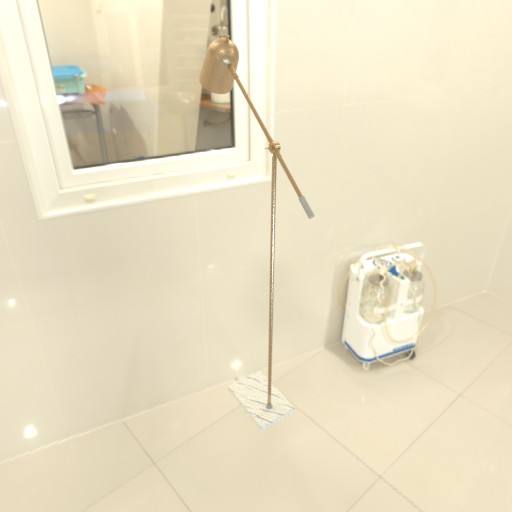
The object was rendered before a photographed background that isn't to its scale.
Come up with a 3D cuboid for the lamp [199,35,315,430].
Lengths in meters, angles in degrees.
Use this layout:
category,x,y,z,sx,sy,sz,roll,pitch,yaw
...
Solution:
category,x,y,z,sx,sy,sz,roll,pitch,yaw
lamp,0.000,0.000,1.802,0.194,1.594,0.653,-19,35,-29
